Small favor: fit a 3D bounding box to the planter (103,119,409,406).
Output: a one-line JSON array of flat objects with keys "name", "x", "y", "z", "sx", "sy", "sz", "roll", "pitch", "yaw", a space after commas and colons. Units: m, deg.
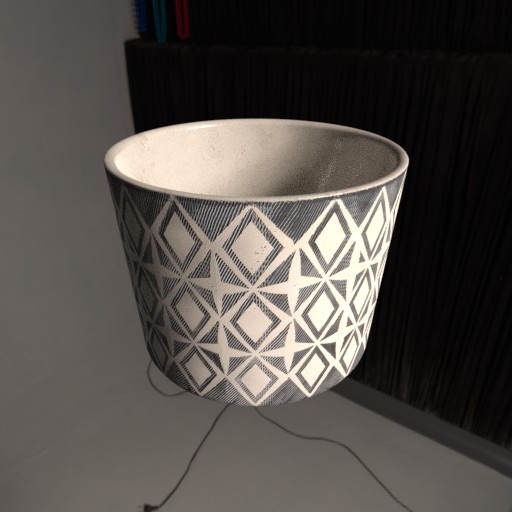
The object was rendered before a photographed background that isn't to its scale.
[{"name": "planter", "x": 0.000, "y": 0.000, "z": 0.446, "sx": 0.260, "sy": 0.220, "sz": 0.260, "roll": 0, "pitch": 28, "yaw": 0}]
